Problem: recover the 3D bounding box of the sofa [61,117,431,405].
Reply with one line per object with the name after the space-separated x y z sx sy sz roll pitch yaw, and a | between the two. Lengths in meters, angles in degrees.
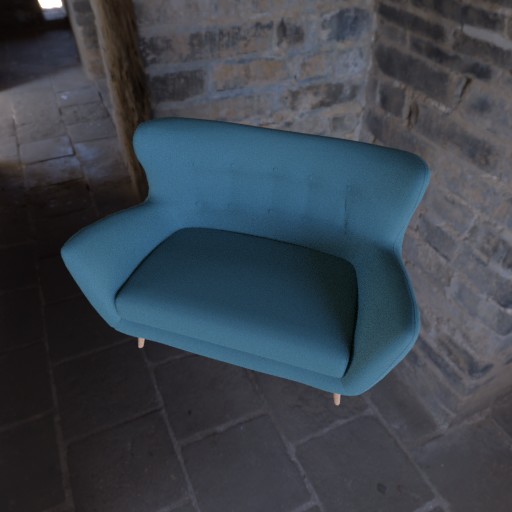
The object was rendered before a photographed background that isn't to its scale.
0.000 0.000 2.005 1.397 0.889 0.889 12 43 14 | sofa
